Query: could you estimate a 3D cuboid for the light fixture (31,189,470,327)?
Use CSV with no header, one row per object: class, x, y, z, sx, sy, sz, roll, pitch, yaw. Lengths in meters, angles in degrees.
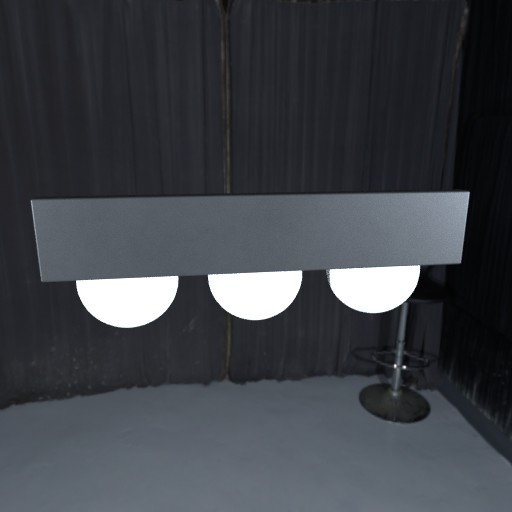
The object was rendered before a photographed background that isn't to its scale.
light fixture,0.000,0.000,0.857,0.721,0.263,0.218,-2,15,-8
